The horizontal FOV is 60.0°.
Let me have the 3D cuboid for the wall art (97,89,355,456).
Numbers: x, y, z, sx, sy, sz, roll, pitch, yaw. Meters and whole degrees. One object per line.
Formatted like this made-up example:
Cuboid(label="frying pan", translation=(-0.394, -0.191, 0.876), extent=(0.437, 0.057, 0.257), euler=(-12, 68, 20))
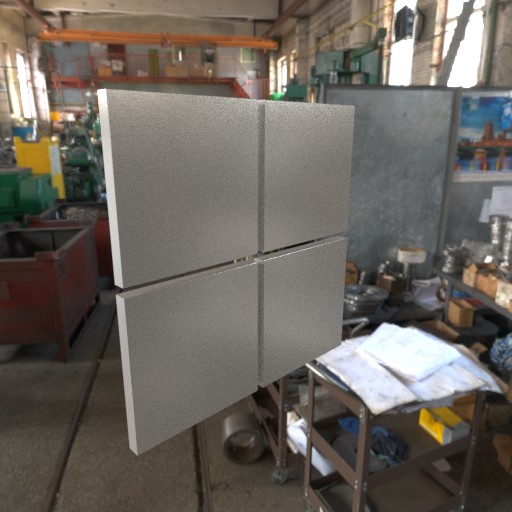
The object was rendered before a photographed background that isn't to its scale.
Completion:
Cuboid(label="wall art", translation=(0.000, 0.000, 0.917), extent=(0.611, 0.611, 0.029), euler=(-15, 21, -42))
